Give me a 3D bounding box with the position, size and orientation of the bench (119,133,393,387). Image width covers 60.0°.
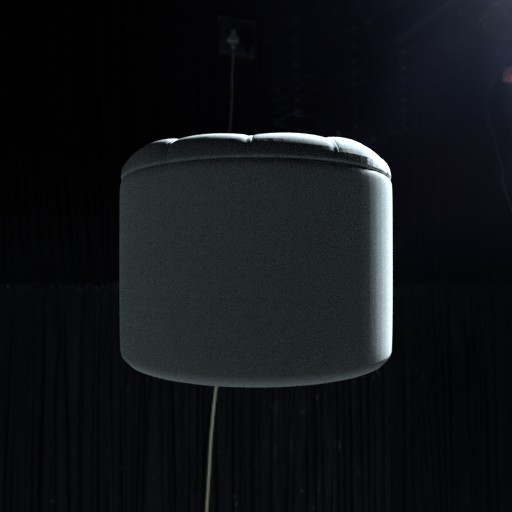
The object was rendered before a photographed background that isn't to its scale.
[{"bbox_3d":[0.000,0.000,1.020,0.600,0.453,0.600,0,0,0],"label":"bench"}]
